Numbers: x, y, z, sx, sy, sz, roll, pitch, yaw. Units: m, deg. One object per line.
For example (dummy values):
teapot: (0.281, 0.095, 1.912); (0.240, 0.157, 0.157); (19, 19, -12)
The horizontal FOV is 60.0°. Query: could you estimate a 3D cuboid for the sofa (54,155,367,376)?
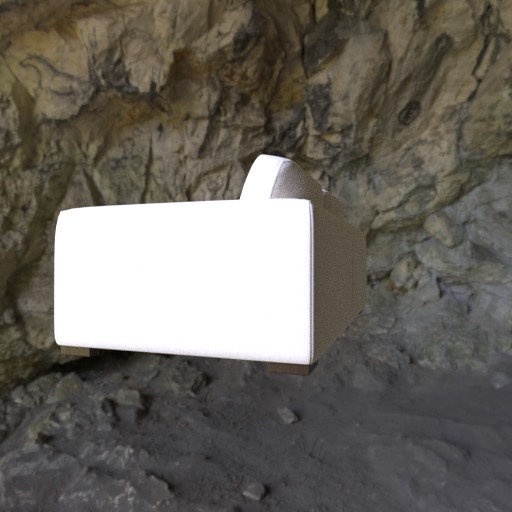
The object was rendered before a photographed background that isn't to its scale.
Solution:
sofa: (0.000, 0.000, 2.476); (1.069, 0.801, 1.920); (0, 0, 19)
